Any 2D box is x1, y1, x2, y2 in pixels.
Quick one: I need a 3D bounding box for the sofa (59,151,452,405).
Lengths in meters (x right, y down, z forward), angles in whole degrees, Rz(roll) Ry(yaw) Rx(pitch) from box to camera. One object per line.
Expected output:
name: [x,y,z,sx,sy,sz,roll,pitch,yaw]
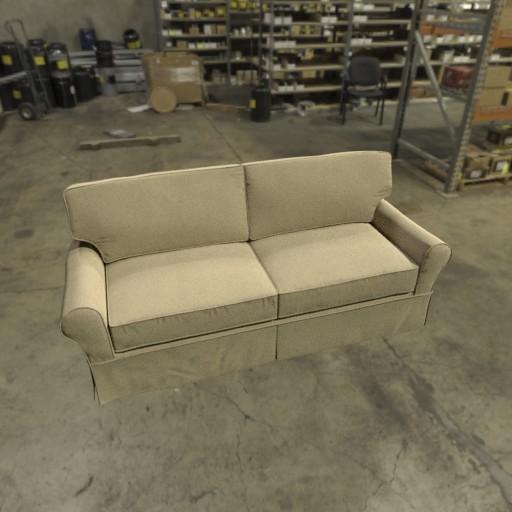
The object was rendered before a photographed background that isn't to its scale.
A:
sofa: [0.000,0.000,2.769,2.246,1.014,0.900,-9,33,-15]
